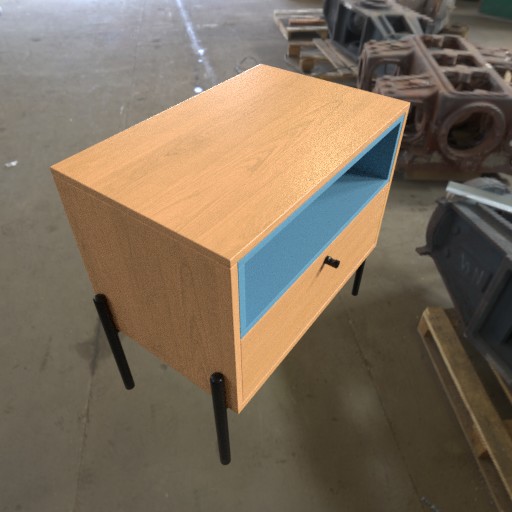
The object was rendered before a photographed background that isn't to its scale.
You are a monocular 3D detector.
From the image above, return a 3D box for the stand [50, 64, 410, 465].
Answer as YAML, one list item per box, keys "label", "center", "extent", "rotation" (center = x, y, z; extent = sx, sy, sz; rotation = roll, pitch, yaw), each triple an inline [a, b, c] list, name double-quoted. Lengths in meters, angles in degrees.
- label: "stand"
  center: [0.000, 0.000, 1.002]
  extent: [0.400, 0.600, 0.630]
  rotation: [26, 49, 26]
